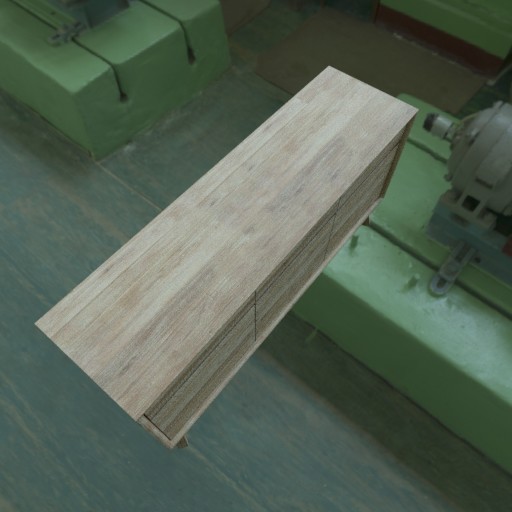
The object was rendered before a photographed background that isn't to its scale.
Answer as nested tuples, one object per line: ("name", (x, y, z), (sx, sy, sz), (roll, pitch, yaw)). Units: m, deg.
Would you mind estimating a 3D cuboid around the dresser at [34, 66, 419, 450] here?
("dresser", (0.000, 0.000, 1.944), (0.455, 0.788, 1.602), (35, 65, 19))
